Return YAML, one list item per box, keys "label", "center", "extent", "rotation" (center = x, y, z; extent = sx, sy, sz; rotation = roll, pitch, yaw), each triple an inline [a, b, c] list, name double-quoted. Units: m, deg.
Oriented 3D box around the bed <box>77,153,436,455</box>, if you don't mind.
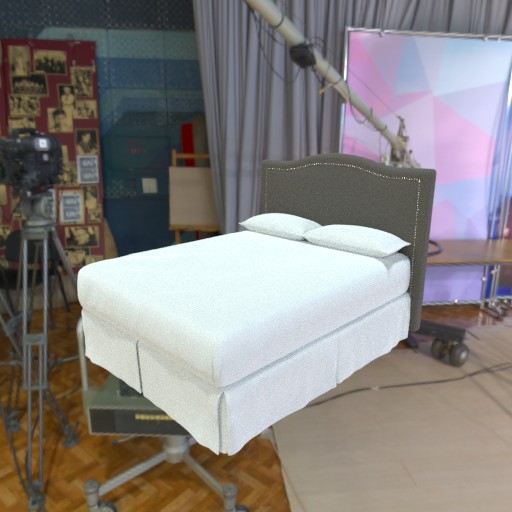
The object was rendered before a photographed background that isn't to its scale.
- label: "bed"
  center: [0.000, 0.000, 3.195]
  extent: [1.666, 1.387, 2.036]
  rotation: [15, 21, 43]
